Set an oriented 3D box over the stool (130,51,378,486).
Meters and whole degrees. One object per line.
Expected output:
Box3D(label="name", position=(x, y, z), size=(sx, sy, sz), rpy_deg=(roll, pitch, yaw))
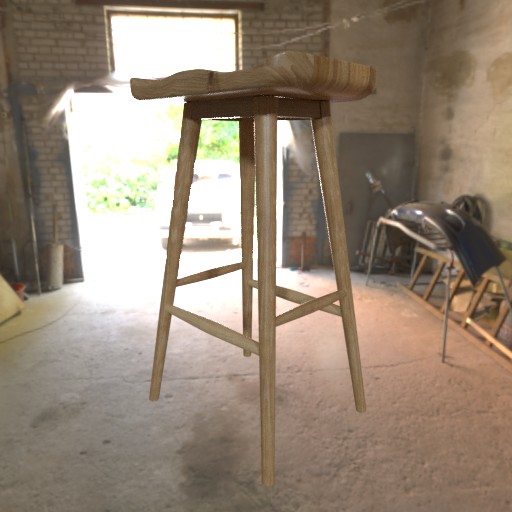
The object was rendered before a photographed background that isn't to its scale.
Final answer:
Box3D(label="stool", position=(0.000, 0.000, 0.912), size=(0.407, 0.698, 0.322), rpy_deg=(15, 21, 43))
